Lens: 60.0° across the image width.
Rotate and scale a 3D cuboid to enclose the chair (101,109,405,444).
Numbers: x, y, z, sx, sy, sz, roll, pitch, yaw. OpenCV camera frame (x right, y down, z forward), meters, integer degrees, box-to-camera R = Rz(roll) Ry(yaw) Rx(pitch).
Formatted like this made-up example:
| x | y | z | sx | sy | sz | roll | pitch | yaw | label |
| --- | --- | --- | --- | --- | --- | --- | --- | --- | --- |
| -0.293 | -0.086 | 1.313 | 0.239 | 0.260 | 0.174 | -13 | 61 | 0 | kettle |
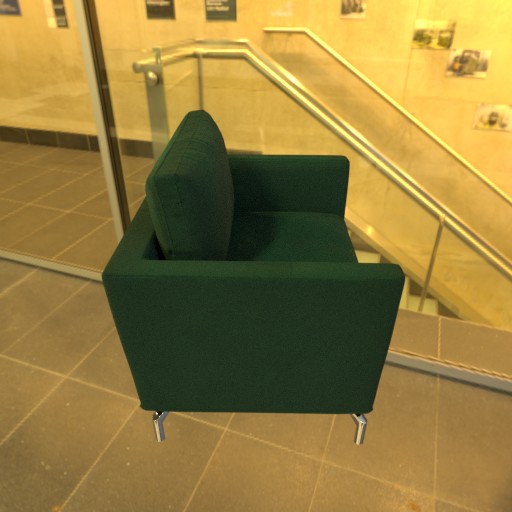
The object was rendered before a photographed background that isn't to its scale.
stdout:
| x | y | z | sx | sy | sz | roll | pitch | yaw | label |
| --- | --- | --- | --- | --- | --- | --- | --- | --- | --- |
| 0.000 | 0.000 | 1.785 | 0.852 | 0.997 | 1.047 | 1 | 31 | 1 | chair |
